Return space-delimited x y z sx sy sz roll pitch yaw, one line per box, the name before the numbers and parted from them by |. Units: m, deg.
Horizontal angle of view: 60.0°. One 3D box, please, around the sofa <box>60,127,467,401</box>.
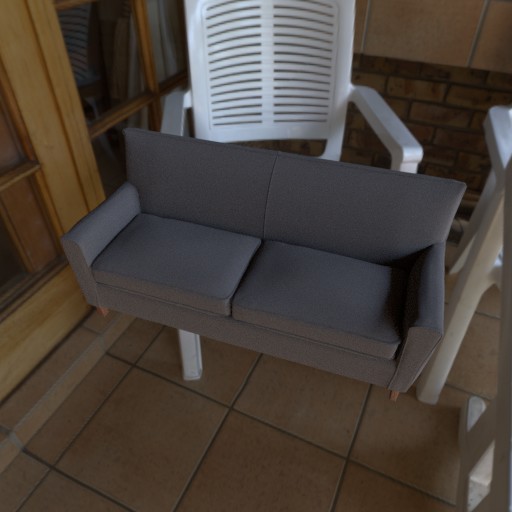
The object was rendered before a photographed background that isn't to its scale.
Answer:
sofa | 0.000 0.000 2.507 2.002 0.907 0.843 13 43 14
